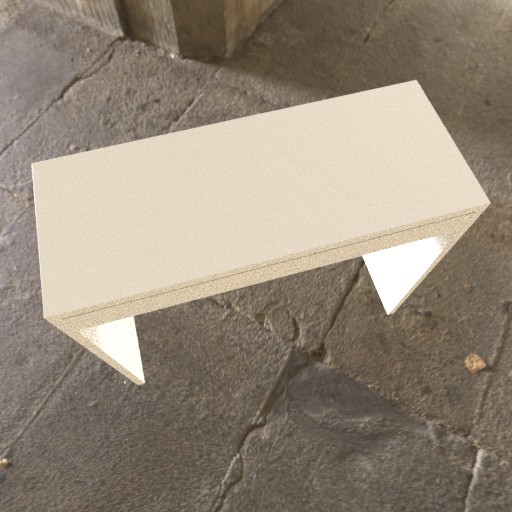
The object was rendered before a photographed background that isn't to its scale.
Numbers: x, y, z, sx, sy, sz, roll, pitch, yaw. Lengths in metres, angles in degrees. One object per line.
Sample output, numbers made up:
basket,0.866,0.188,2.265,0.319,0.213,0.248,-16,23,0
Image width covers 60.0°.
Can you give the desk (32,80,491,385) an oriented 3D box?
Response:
desk,0.000,0.000,1.390,1.000,0.790,0.400,-14,65,-7
